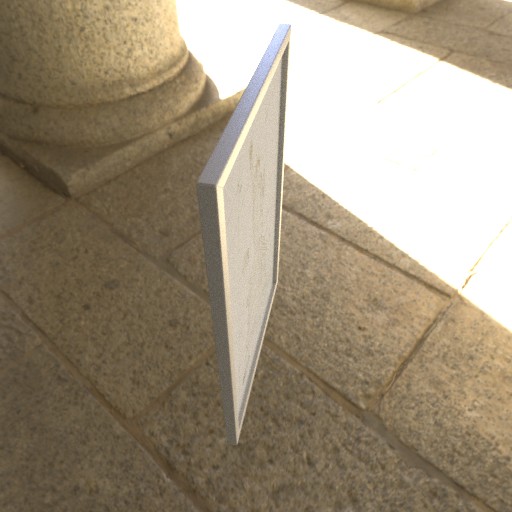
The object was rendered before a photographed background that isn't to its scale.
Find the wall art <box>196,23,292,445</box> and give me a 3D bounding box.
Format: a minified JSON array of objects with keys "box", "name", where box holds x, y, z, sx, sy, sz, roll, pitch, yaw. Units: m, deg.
[{"box":[0.000,0.000,1.014,0.026,0.813,0.556,9,47,9],"name":"wall art"}]
